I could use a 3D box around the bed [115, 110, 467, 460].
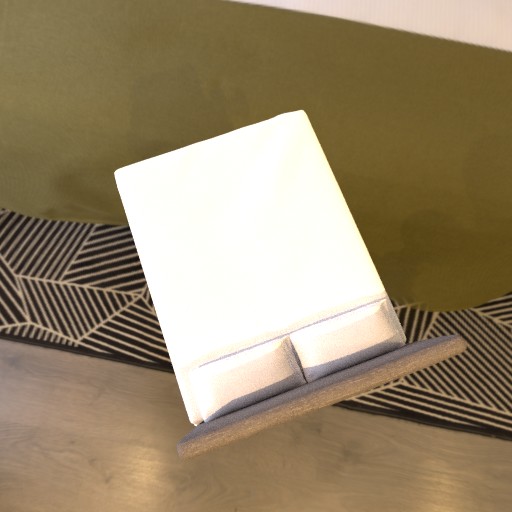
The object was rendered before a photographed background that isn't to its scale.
[{"bbox_3d":[0.000,0.000,3.206,1.723,1.330,2.142,-19,76,-5],"label":"bed"}]
